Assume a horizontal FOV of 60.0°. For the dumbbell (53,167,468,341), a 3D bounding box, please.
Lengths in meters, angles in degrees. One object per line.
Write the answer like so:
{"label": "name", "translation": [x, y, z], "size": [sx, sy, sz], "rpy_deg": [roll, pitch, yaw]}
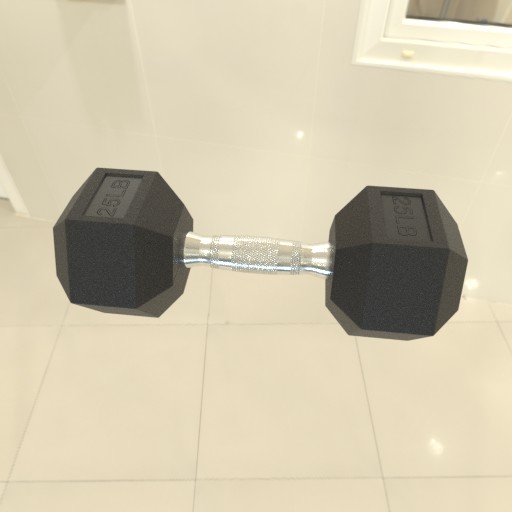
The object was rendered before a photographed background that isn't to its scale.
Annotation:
{"label": "dumbbell", "translation": [0.000, 0.000, 0.372], "size": [0.315, 0.113, 0.129], "rpy_deg": [5, 47, 4]}
